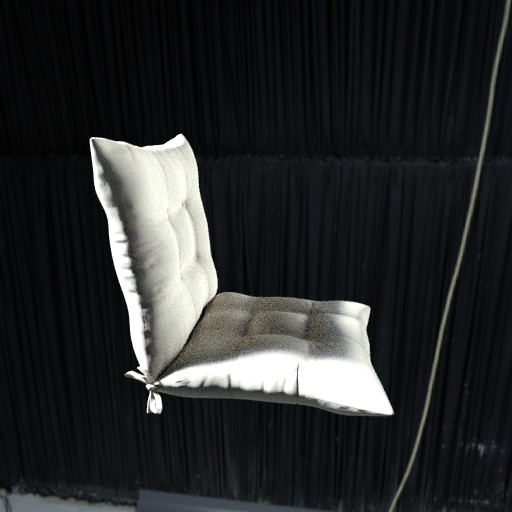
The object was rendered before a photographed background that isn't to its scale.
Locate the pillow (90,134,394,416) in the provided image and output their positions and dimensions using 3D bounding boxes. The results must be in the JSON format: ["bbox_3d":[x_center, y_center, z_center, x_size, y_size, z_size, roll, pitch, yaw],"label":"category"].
[{"bbox_3d":[0.000,0.000,1.017,0.585,0.536,0.541,2,16,8],"label":"pillow"}]
